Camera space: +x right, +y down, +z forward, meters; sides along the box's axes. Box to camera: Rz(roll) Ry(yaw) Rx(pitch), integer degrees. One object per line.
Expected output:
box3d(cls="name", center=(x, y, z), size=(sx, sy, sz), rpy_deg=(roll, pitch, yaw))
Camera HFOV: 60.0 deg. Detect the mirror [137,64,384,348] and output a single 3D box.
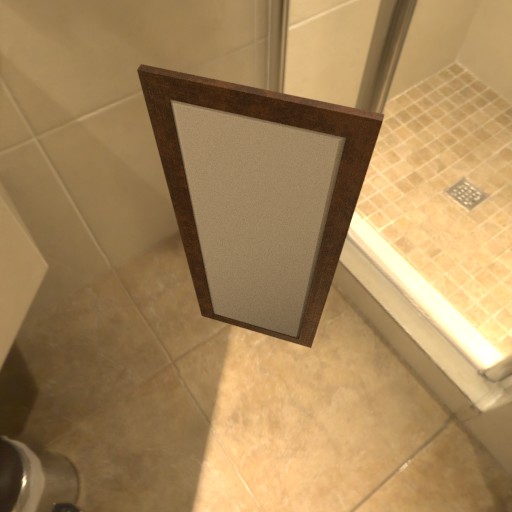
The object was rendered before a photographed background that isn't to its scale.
box3d(cls="mirror", center=(0.000, 0.000, 2.278), size=(0.812, 2.031, 0.032), rpy_deg=(15, 60, 9))
